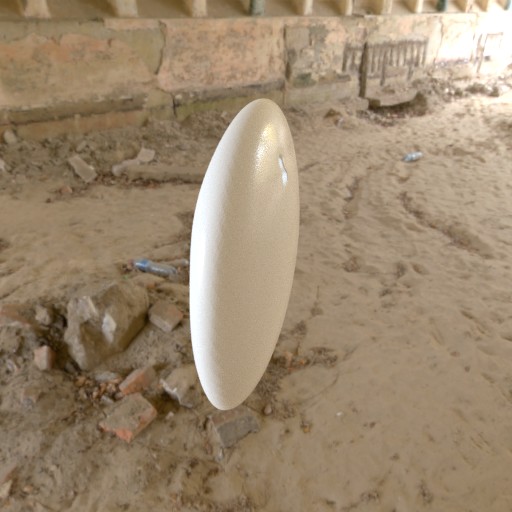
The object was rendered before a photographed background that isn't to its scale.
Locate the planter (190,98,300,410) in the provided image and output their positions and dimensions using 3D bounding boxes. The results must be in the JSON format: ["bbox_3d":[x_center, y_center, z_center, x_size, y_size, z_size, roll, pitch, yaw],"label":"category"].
[{"bbox_3d":[0.000,0.000,0.281,0.043,0.188,0.185,8,30,14],"label":"planter"}]
